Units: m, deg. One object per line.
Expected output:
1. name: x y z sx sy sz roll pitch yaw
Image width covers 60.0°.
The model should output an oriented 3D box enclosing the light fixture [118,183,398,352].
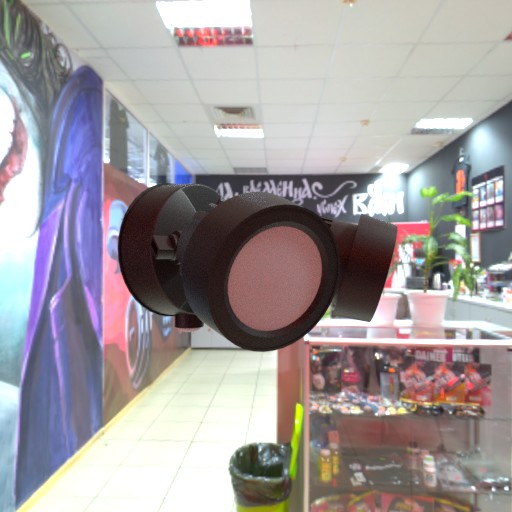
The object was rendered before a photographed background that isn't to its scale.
1. light fixture: 0.000 0.000 0.315 0.168 0.120 0.213 0 -1 36
